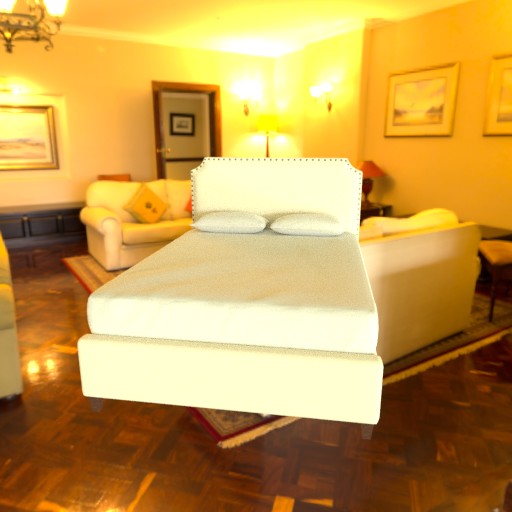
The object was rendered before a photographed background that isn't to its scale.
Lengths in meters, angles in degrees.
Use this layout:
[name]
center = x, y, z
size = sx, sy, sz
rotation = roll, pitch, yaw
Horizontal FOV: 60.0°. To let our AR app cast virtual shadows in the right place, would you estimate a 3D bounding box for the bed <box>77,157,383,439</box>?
[bed]
center = 0.000, 0.000, 3.438
size = 1.703, 1.415, 2.329
rotation = 2, 15, 9
